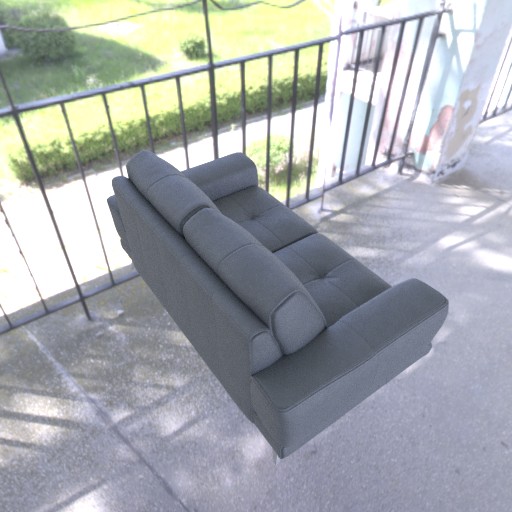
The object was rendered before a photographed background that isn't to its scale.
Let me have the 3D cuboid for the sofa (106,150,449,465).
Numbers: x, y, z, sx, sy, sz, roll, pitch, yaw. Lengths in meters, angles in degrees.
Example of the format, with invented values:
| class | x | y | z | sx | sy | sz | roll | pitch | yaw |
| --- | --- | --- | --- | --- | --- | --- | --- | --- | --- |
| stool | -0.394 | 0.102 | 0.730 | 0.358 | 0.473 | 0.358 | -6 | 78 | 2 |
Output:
| class | x | y | z | sx | sy | sz | roll | pitch | yaw |
| --- | --- | --- | --- | --- | --- | --- | --- | --- | --- |
| sofa | 0.000 | 0.000 | 2.435 | 1.018 | 0.907 | 1.806 | -25 | 47 | -26 |
